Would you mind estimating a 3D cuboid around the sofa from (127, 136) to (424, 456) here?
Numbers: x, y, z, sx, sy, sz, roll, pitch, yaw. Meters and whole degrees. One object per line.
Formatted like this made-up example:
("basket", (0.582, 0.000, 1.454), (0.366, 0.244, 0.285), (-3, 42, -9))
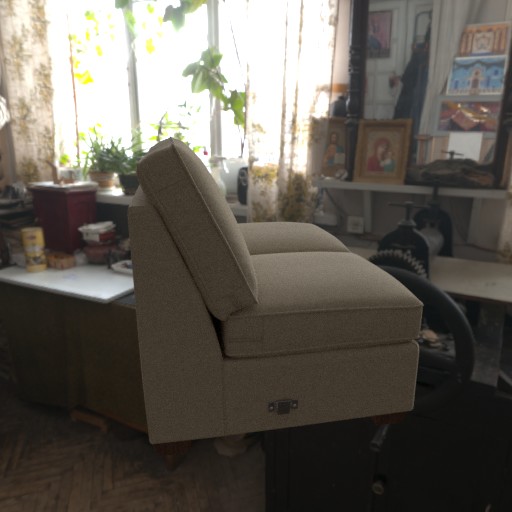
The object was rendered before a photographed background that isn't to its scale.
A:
("sofa", (0.000, 0.000, 1.959), (0.951, 1.008, 1.237), (-3, 16, -10))
